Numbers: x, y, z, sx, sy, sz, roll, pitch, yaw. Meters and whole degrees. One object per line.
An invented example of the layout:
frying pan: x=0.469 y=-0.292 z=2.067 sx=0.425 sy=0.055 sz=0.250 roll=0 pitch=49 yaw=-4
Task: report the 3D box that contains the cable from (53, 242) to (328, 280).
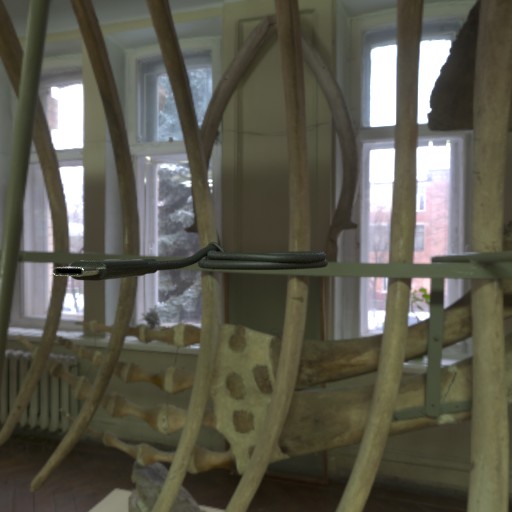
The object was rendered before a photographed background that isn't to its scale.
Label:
cable: x=0.000 y=0.000 z=0.222 sx=0.070 sy=0.014 sz=0.203 roll=0 pitch=1 yaw=17
